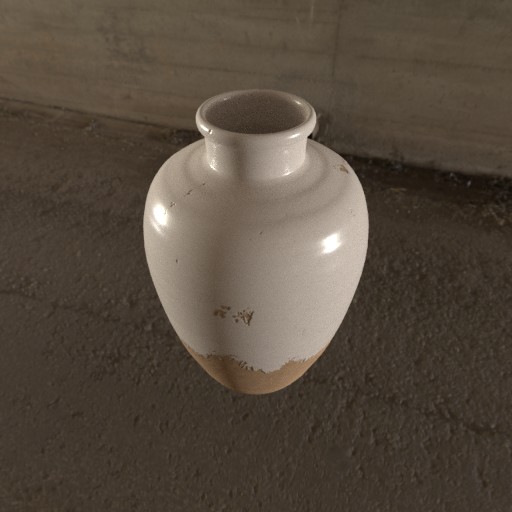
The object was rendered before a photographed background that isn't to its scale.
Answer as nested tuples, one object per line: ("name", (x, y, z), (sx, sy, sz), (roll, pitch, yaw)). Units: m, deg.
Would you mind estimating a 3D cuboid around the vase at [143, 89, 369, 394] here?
("vase", (0.000, 0.000, 0.336), (0.158, 0.228, 0.158), (0, 41, 0))
